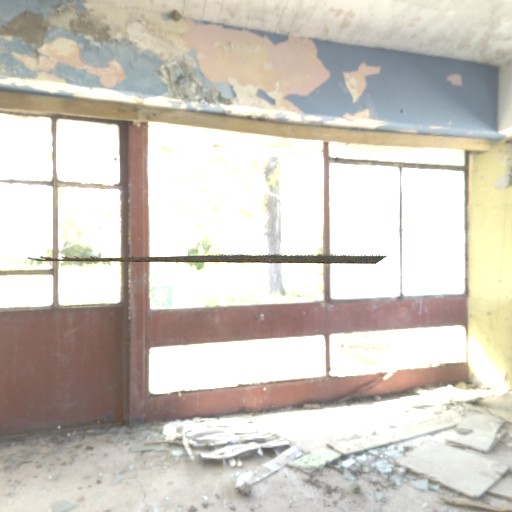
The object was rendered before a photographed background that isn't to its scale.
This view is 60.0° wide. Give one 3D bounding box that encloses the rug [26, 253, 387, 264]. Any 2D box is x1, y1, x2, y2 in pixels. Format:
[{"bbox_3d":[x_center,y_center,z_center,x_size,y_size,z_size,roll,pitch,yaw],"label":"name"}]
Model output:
[{"bbox_3d":[0.000,0.000,4.344,2.418,0.047,3.307,0,1,18],"label":"rug"}]
